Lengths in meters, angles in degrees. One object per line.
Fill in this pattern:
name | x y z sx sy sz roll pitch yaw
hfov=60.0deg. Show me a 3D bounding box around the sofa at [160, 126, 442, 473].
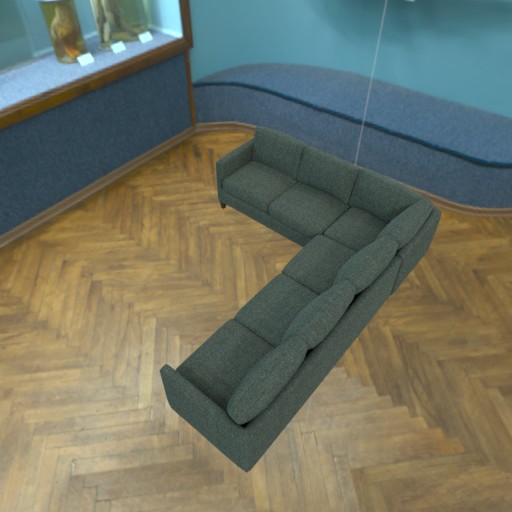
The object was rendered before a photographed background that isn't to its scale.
sofa | 0.000 0.000 4.669 2.593 0.947 3.302 31 53 27
